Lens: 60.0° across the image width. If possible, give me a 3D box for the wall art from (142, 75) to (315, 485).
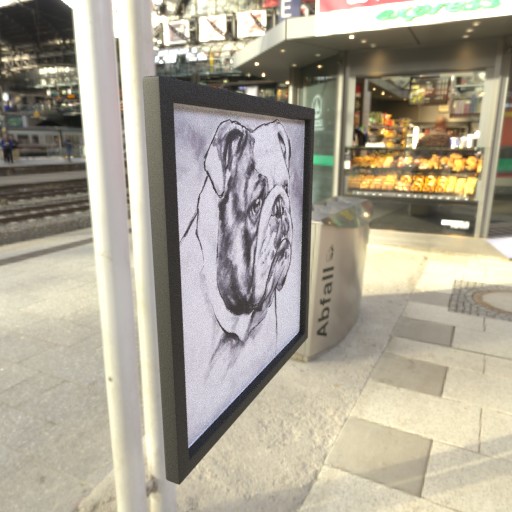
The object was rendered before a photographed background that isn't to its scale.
[{"bbox_3d":[0.000,0.000,0.671,0.022,0.453,0.456,7,16,25],"label":"wall art"}]
